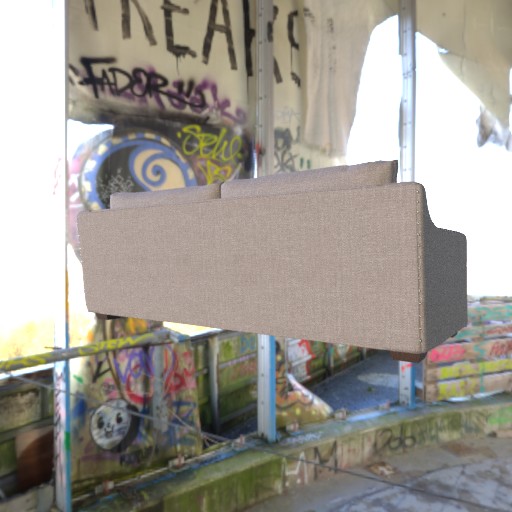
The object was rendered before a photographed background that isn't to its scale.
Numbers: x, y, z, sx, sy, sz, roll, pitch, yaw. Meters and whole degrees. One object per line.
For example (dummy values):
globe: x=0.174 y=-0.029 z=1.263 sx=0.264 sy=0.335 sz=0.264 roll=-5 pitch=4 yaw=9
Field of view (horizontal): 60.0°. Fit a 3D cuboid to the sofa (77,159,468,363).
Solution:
sofa: x=0.000 y=0.000 z=2.697 sx=2.208 sy=0.857 sz=1.000 roll=0 pitch=1 yaw=35
